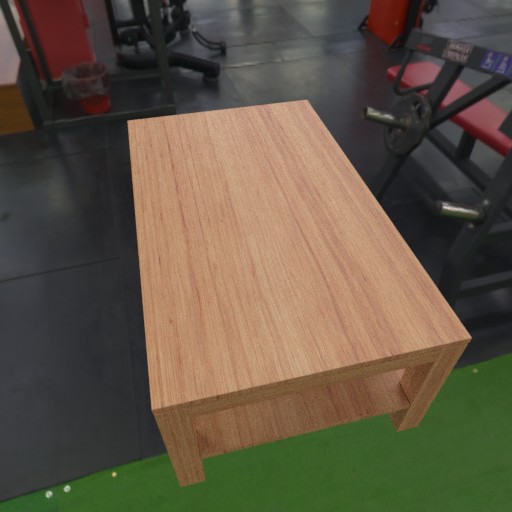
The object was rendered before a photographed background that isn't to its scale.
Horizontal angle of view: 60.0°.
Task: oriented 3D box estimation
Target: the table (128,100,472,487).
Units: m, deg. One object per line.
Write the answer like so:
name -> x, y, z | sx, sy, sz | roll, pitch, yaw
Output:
table -> 0.000, 0.000, 1.465 | 0.695, 0.457, 1.146 | -10, 47, -10
